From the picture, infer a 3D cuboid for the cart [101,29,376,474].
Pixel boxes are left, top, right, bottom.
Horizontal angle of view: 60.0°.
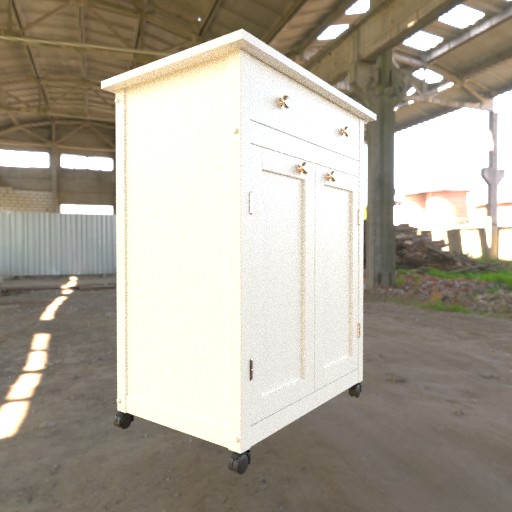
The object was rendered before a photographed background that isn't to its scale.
[{"bbox_3d":[0.000,0.000,1.241,0.442,0.864,0.683,1,1,36],"label":"cart"}]
